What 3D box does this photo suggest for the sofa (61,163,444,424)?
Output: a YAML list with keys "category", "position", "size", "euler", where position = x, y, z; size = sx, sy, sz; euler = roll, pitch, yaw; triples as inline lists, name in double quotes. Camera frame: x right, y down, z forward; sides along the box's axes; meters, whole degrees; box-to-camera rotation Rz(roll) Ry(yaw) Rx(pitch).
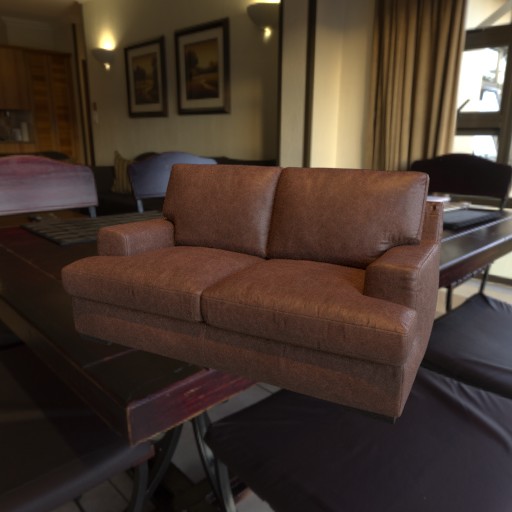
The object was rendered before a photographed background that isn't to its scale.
- category: "sofa"
  position: [0.000, 0.000, 2.466]
  size: [1.880, 0.939, 1.143]
  euler: [8, 17, 26]
